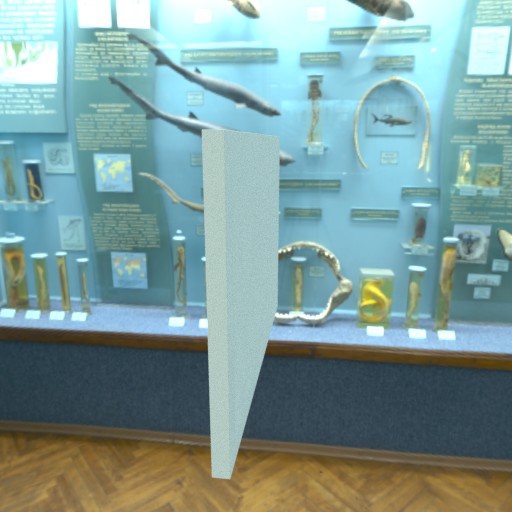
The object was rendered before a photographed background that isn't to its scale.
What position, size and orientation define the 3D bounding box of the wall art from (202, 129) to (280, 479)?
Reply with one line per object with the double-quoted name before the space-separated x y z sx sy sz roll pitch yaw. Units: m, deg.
"wall art" 0.000 0.000 1.705 0.051 0.902 1.308 2 15 8
